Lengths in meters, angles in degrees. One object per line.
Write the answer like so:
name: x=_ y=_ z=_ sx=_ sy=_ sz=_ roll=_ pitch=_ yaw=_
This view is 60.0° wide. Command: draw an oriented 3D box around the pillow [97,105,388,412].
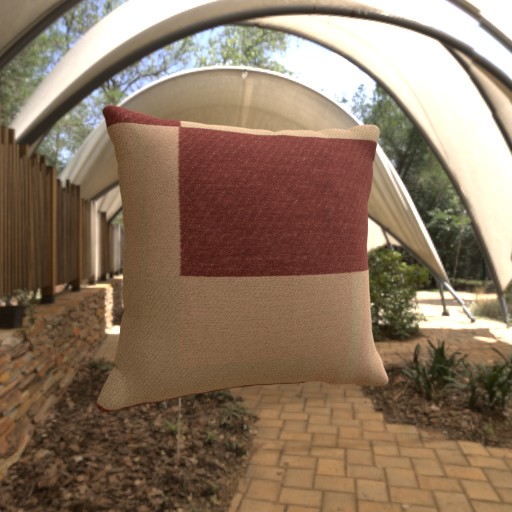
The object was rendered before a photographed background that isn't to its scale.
pillow: x=0.000 y=0.000 z=0.791 sx=0.536 sy=0.506 sz=0.229 roll=0 pitch=0 yaw=-17
